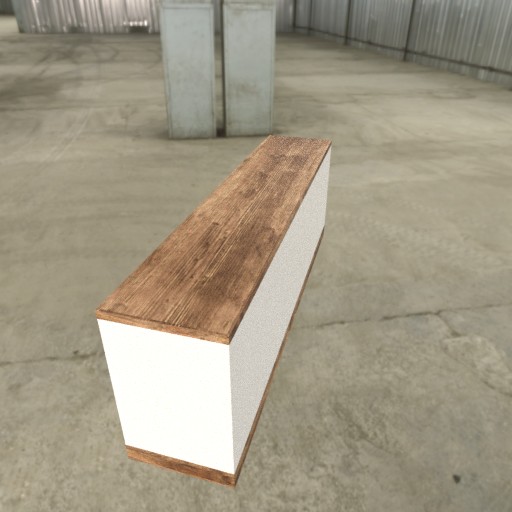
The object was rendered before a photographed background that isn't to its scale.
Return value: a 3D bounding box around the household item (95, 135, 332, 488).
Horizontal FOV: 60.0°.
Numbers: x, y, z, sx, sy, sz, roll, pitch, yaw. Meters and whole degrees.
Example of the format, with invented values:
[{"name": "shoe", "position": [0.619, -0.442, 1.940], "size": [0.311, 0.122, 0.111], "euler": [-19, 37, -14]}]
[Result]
[{"name": "household item", "position": [0.000, 0.000, 2.024], "size": [0.390, 0.615, 1.800], "euler": [8, 31, 14]}]
